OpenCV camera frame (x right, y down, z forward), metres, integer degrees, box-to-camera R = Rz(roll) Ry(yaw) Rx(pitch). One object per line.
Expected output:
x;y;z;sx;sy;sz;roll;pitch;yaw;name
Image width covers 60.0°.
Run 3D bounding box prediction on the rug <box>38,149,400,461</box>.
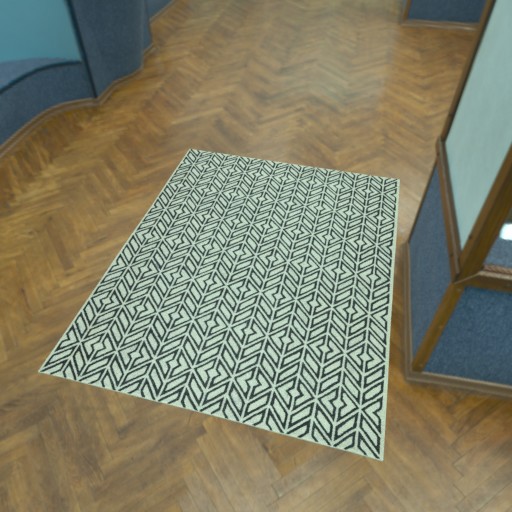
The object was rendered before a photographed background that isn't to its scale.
0.000;0.000;3.983;2.421;0.008;3.045;11;46;10;rug
